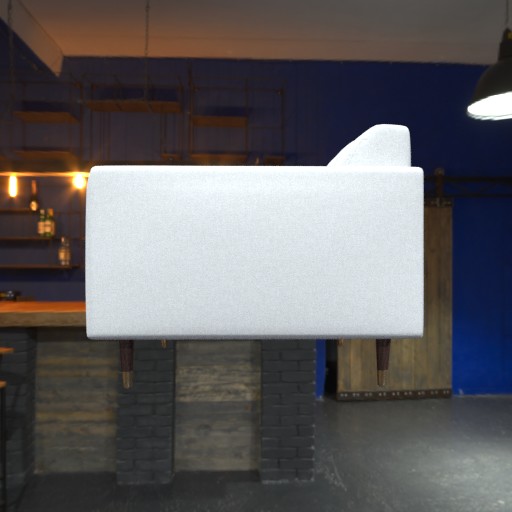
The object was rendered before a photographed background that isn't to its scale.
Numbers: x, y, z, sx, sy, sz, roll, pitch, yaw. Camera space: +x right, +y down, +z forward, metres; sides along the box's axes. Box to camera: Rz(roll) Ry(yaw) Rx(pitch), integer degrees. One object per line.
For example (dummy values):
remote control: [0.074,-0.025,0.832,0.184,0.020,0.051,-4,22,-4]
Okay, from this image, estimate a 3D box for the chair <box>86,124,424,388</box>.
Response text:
chair: [0.000,0.000,1.693,0.998,0.819,0.953,0,0,-1]
